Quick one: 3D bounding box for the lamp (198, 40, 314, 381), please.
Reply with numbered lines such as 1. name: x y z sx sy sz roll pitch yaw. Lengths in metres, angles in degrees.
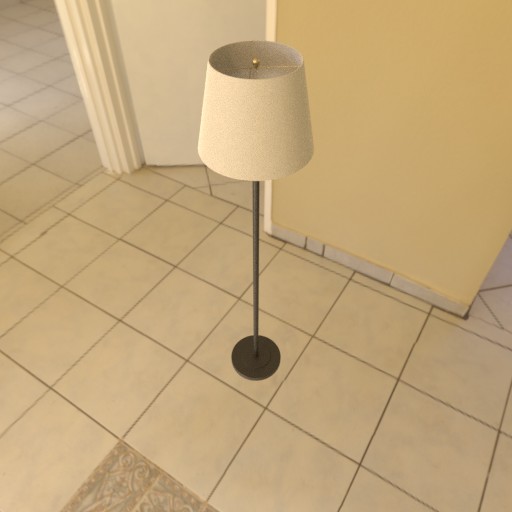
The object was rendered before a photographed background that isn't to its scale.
1. lamp: 0.000 0.000 1.676 0.348 1.473 0.348 17 48 16
